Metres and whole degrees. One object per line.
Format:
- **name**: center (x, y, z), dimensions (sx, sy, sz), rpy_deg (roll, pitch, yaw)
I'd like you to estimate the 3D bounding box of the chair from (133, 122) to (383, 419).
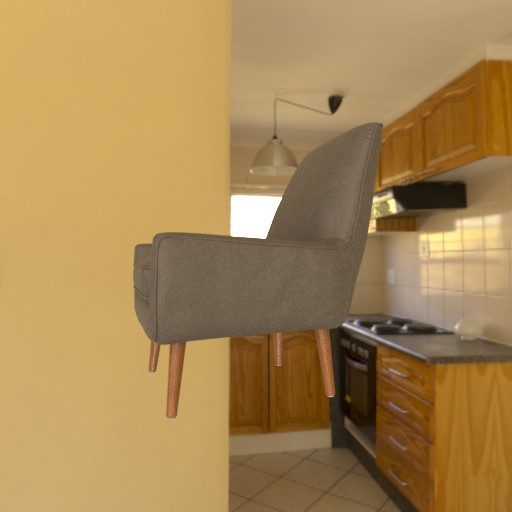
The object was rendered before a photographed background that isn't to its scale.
- **chair**: center (0.000, 0.000, 1.556), dimensions (0.822, 0.888, 0.787), rpy_deg (0, -1, -19)
